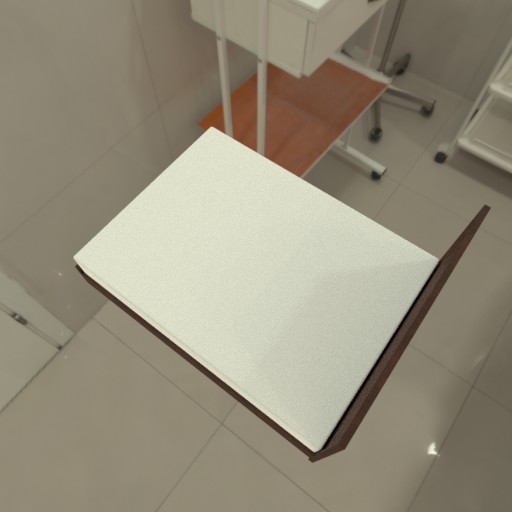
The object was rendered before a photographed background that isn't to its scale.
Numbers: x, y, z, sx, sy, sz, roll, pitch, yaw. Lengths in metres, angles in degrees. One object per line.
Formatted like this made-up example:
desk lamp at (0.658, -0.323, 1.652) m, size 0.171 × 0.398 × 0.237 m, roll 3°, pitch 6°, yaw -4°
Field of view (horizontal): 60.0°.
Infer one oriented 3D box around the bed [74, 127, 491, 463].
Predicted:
bed at (0.000, 0.000, 3.122) m, size 2.184 × 1.270 × 1.600 m, roll 34°, pitch 67°, yaw 16°
